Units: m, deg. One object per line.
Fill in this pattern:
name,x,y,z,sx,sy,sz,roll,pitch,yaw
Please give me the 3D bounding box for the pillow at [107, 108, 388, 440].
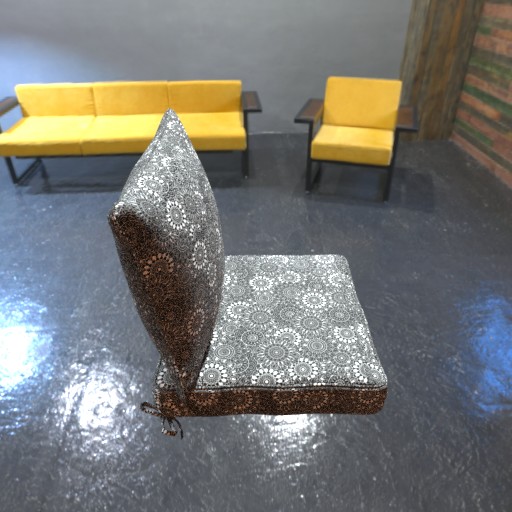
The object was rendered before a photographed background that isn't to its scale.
pillow,0.000,0.000,1.375,0.740,0.722,0.798,0,33,-1
